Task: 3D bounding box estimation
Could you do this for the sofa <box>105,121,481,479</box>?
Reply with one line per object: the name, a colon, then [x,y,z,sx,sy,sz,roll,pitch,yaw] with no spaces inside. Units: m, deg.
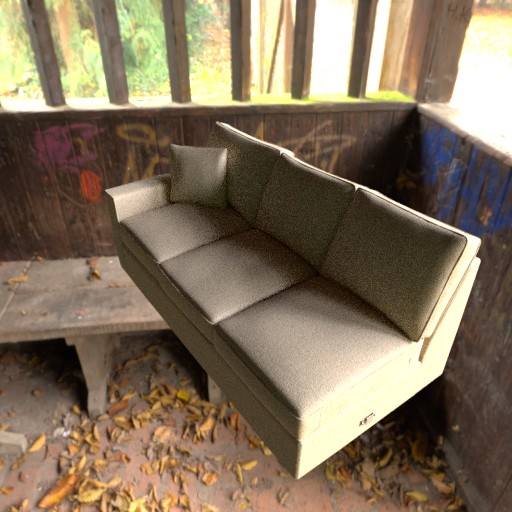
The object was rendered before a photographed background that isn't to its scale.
sofa: [0.000,0.000,2.479,1.034,0.946,1.962,-21,39,-29]
